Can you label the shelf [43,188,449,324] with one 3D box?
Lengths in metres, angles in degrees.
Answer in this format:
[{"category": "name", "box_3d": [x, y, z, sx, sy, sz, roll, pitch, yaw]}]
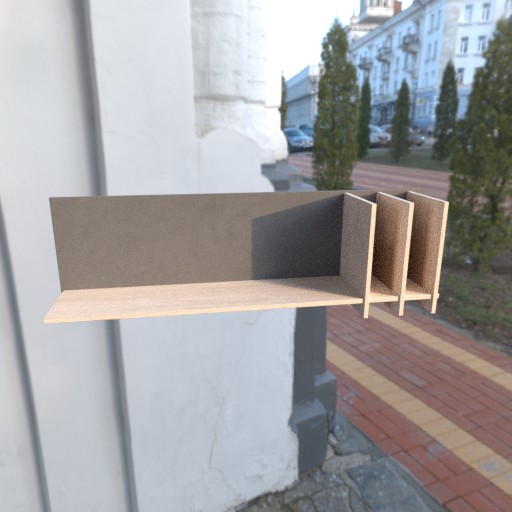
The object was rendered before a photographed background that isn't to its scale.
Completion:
[{"category": "shelf", "box_3d": [0.000, 0.000, 1.145, 1.020, 0.300, 0.200, -3, 17, -9]}]
